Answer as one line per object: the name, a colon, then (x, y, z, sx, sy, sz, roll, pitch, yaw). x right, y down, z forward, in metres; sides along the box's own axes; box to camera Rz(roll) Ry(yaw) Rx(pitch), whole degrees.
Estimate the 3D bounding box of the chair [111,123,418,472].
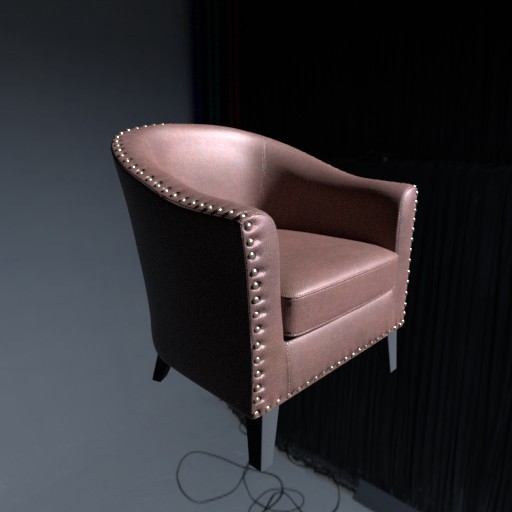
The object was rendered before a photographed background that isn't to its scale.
chair: (0.000, 0.000, 1.415, 0.748, 0.823, 0.794, 14, 20, 42)
